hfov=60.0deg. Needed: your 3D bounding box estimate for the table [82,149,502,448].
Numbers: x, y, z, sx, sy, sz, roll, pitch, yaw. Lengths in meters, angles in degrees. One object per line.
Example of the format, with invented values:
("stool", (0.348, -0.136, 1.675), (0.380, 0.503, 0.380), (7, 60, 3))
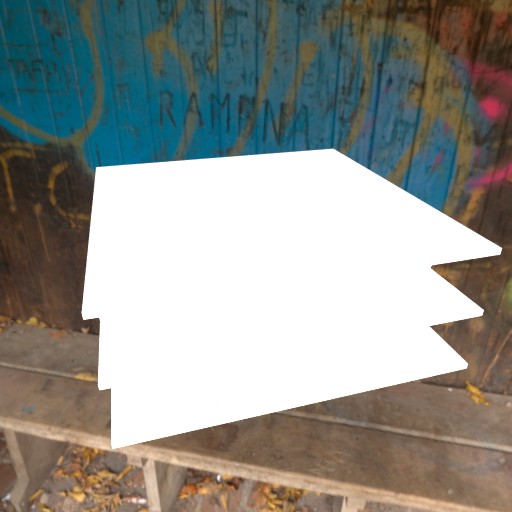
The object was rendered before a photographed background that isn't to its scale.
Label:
("table", (0.000, 0.000, 1.060), (0.700, 0.289, 0.700), (-8, 29, -14))
